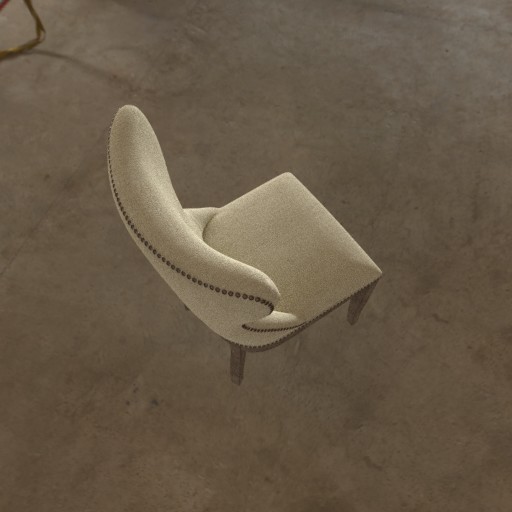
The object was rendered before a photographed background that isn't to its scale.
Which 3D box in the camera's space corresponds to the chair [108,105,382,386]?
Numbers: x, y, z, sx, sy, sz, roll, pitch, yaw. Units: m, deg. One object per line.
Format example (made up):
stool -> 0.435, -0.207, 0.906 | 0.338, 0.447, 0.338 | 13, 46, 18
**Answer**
chair -> 0.000, 0.000, 1.459 | 0.681, 1.002, 0.654 | -30, 64, -16
